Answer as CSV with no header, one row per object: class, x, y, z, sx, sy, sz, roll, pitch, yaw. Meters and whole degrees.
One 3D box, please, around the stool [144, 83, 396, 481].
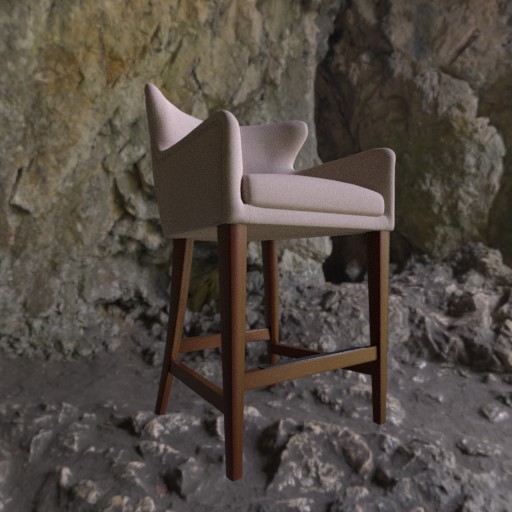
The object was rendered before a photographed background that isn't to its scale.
stool,0.000,0.000,1.306,0.601,0.951,0.570,0,1,-38
